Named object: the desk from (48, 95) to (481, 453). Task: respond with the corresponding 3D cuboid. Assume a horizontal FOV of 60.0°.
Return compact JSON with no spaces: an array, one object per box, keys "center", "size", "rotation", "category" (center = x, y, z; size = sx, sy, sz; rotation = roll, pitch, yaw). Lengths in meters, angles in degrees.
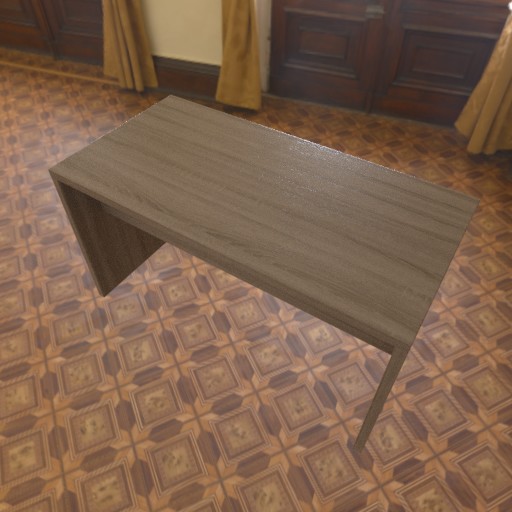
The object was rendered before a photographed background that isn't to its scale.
[{"center":[0.000,0.000,1.842],"size":[1.380,0.745,0.690],"rotation":[25,51,22],"category":"desk"}]
